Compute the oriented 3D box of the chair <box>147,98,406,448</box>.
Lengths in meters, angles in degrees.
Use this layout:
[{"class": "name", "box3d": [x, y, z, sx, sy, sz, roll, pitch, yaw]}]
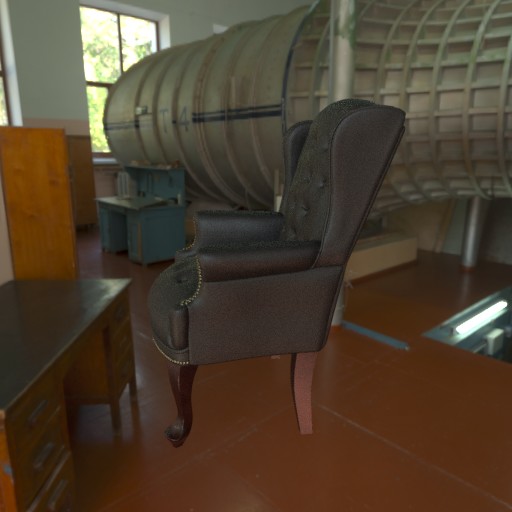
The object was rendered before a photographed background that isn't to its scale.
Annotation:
[{"class": "chair", "box3d": [0.000, 0.000, 1.682, 0.822, 1.133, 0.831, -2, 14, -8]}]
